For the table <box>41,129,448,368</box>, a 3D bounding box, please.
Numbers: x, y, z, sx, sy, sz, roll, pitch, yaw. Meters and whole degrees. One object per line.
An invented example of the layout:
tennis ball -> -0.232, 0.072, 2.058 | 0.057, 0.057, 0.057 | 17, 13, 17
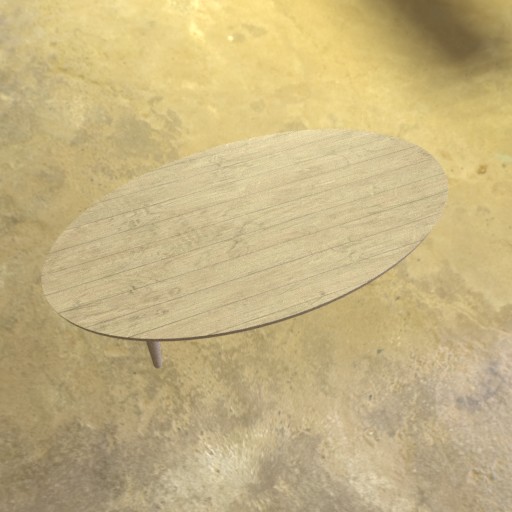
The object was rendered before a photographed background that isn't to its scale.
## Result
table -> 0.000, 0.000, 1.311 | 1.083, 0.390, 0.542 | -18, 64, -9
